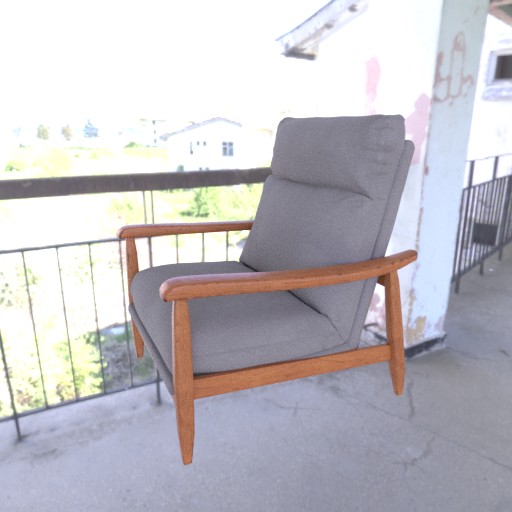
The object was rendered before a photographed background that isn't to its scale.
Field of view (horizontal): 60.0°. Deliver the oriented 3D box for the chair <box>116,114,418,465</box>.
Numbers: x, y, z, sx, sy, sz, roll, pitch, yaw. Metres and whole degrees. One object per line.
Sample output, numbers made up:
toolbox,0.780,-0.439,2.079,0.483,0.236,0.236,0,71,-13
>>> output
chair,0.000,0.000,1.518,0.816,0.922,0.782,-8,18,-24
